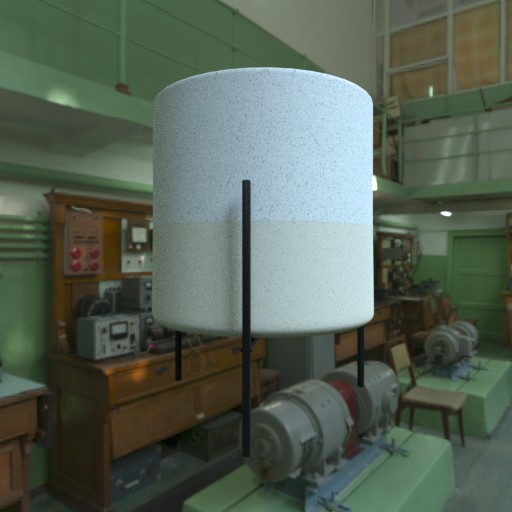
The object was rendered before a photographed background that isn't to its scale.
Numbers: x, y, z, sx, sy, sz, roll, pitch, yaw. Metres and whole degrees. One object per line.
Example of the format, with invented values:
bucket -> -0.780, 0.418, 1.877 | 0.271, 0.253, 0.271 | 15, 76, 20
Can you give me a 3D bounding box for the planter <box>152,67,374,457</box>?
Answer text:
planter -> 0.000, 0.000, 0.650 | 0.335, 0.423, 0.313 | 0, 1, 36
